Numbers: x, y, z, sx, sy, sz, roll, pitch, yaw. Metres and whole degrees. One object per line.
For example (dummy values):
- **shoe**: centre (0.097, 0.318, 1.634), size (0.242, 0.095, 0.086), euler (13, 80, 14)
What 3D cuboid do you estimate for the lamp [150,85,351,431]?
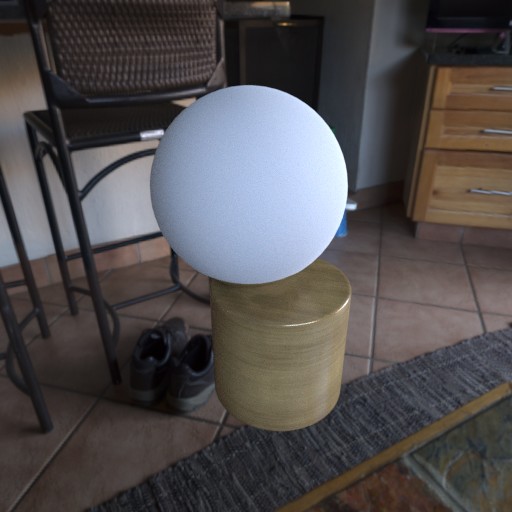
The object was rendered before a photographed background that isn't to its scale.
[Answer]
- **lamp**: centre (0.000, 0.000, 0.348), size (0.152, 0.250, 0.141), euler (8, 28, 16)
